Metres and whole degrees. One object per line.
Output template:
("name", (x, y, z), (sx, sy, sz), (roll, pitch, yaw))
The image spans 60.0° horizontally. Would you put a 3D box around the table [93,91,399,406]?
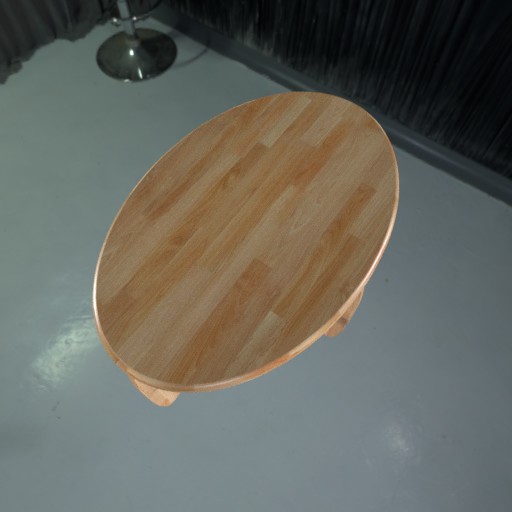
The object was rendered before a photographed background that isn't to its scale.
("table", (0.000, 0.000, 1.391), (0.690, 0.490, 1.040), (31, 66, 16))
